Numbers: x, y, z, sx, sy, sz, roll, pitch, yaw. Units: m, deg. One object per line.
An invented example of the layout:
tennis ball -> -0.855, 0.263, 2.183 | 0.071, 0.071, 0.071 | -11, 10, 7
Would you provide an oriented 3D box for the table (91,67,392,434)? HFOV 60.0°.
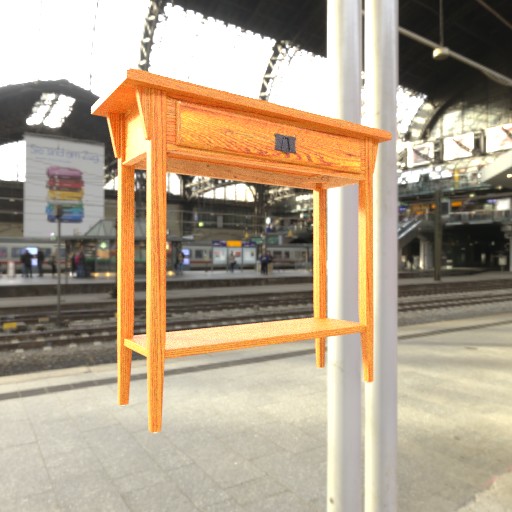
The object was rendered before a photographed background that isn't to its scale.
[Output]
table -> 0.000, 0.000, 1.148 | 0.762, 0.711, 0.254 | 0, 0, -35
